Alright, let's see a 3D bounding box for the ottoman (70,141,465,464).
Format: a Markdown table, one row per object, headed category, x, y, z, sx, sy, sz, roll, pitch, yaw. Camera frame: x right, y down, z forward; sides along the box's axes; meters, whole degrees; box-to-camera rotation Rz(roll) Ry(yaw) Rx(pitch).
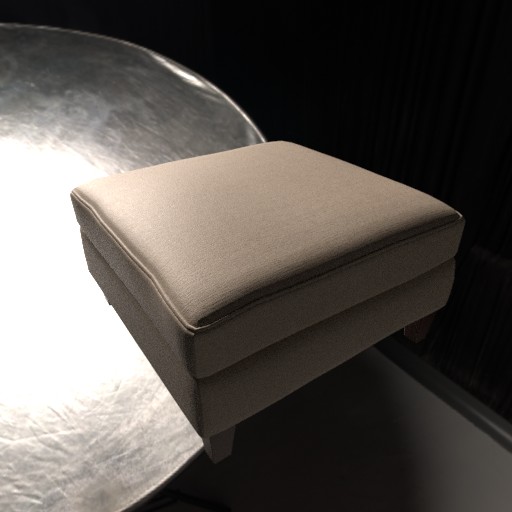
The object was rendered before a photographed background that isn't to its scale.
| category | x | y | z | sx | sy | sz | roll | pitch | yaw |
| --- | --- | --- | --- | --- | --- | --- | --- | --- | --- |
| ottoman | 0.000 | 0.000 | 1.346 | 0.838 | 0.481 | 0.838 | -20 | 36 | -29 |
